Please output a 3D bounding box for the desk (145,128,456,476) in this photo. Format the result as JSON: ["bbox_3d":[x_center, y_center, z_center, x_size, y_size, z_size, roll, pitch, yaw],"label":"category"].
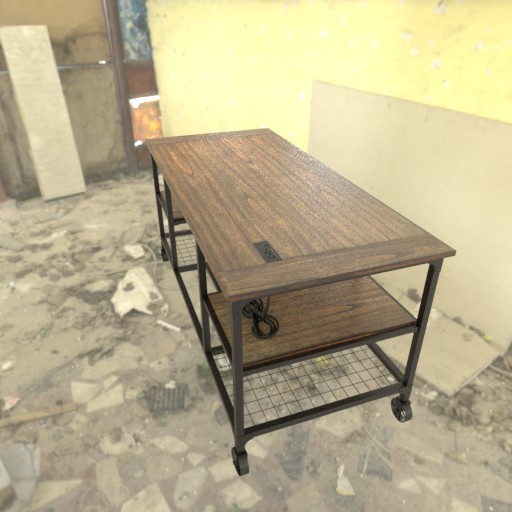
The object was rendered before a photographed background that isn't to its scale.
[{"bbox_3d":[0.000,0.000,2.042,0.711,0.751,1.590,-10,31,-17],"label":"desk"}]
